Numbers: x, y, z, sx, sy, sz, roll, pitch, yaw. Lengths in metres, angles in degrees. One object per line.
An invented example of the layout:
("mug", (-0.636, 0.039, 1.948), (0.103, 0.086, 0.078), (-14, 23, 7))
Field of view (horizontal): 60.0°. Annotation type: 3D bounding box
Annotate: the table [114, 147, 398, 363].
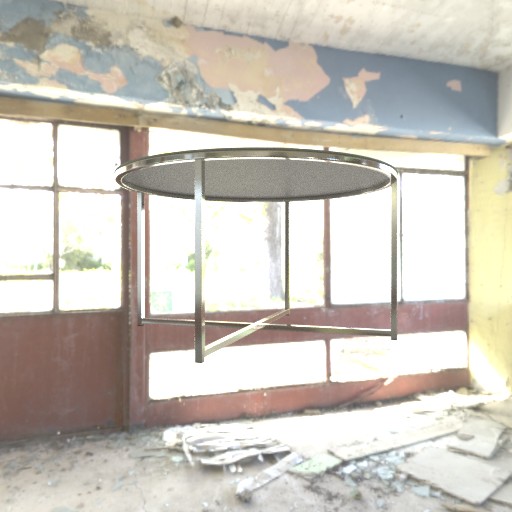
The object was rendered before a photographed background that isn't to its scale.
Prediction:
("table", (0.000, 0.000, 1.311), (0.800, 0.450, 0.800), (0, 0, 0))
